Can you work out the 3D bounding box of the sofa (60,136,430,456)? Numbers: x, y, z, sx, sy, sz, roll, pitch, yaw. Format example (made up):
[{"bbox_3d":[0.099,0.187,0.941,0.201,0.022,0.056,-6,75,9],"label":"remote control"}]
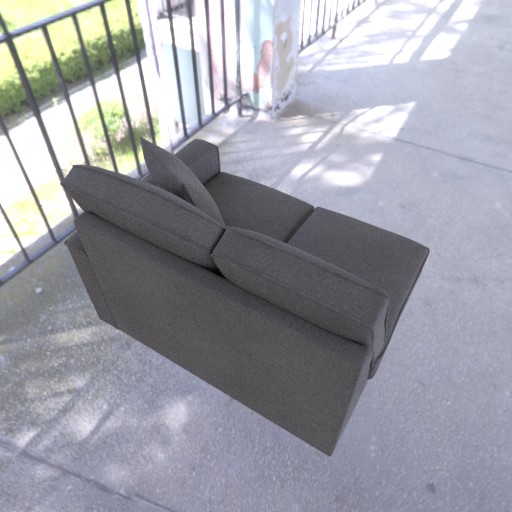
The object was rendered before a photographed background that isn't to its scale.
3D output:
[{"bbox_3d":[0.000,0.000,2.067,1.388,0.989,0.991,24,52,21],"label":"sofa"}]
